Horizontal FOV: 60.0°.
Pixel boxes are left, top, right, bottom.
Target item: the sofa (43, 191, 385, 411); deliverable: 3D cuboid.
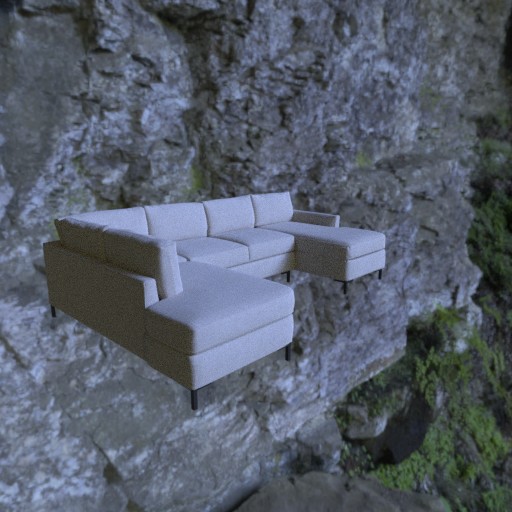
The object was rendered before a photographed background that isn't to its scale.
[{"bbox_3d":[0.000,0.000,3.926,1.989,0.862,2.984,13,19,42],"label":"sofa"}]
